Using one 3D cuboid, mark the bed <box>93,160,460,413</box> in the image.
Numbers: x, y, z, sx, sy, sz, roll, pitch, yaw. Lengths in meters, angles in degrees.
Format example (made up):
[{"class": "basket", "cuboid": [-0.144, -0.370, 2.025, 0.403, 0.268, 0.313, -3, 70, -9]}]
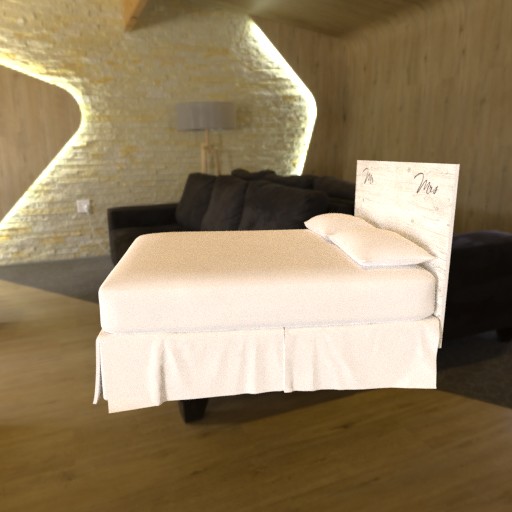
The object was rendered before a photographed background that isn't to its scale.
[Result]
[{"class": "bed", "cuboid": [0.000, 0.000, 3.225, 2.094, 1.335, 1.745, -2, 13, -7]}]
